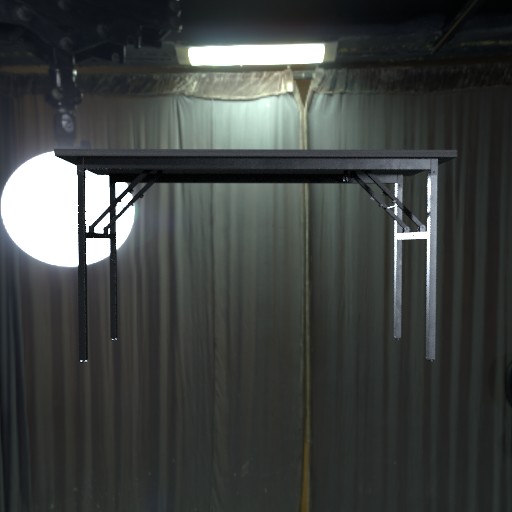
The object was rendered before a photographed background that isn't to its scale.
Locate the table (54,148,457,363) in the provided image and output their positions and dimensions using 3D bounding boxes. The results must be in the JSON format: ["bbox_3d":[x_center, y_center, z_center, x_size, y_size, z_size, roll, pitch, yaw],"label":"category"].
[{"bbox_3d":[0.000,0.000,1.765,1.399,0.750,0.449,0,2,-1],"label":"table"}]
